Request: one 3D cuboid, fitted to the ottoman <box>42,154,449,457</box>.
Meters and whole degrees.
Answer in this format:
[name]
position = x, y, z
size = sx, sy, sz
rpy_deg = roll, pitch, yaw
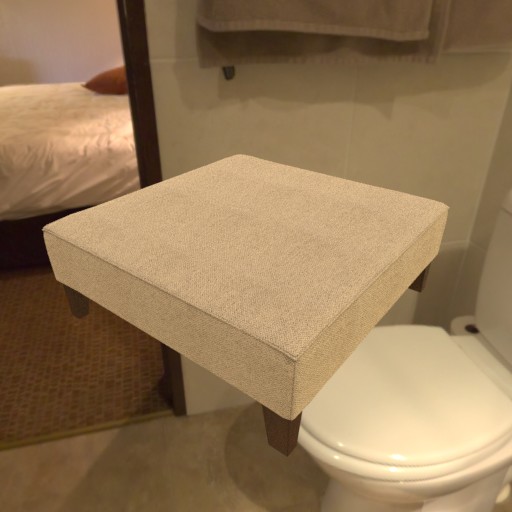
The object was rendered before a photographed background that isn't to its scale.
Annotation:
[ottoman]
position = 0.000, 0.000, 1.539
size = 0.973, 0.381, 0.982
rpy_deg = 21, 36, 32
